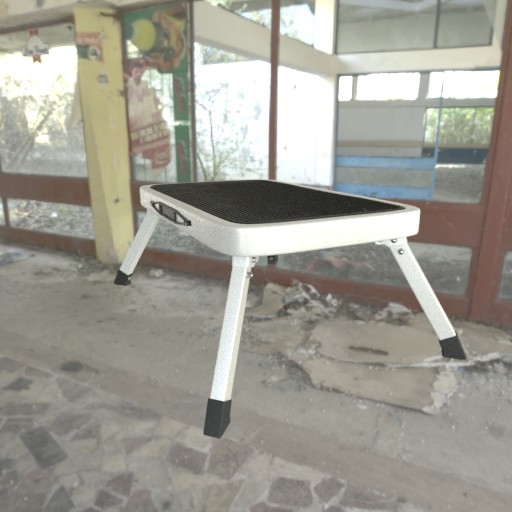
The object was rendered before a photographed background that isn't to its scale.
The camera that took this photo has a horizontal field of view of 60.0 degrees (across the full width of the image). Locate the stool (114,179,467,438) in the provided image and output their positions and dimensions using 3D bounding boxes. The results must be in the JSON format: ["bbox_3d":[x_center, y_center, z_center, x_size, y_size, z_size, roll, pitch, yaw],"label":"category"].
[{"bbox_3d":[0.000,0.000,0.611,0.320,0.170,0.460,-8,17,-26],"label":"stool"}]
